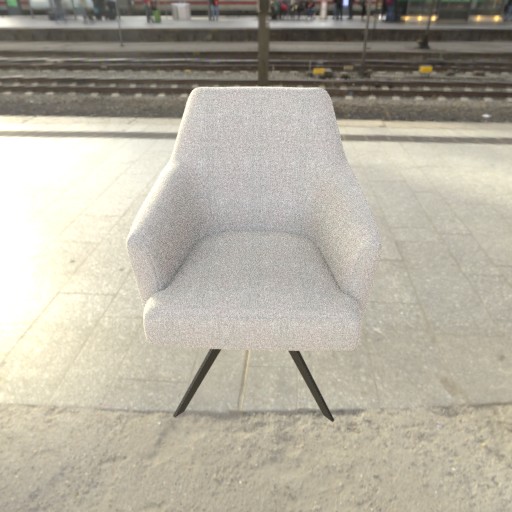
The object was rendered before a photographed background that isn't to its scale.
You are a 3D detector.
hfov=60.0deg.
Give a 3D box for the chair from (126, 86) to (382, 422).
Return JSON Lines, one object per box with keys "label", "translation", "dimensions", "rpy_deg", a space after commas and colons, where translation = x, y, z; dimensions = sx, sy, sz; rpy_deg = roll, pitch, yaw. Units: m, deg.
{"label": "chair", "translation": [0.000, 0.000, 1.347], "dimensions": [0.642, 0.874, 0.677], "rpy_deg": [1, 30, 2]}
